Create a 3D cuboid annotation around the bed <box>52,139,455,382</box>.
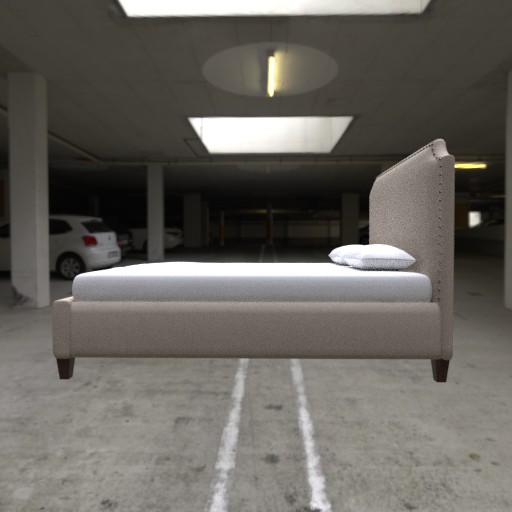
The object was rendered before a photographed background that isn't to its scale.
[{"bbox_3d":[0.000,0.000,3.411,2.372,1.443,1.713,0,1,1],"label":"bed"}]
